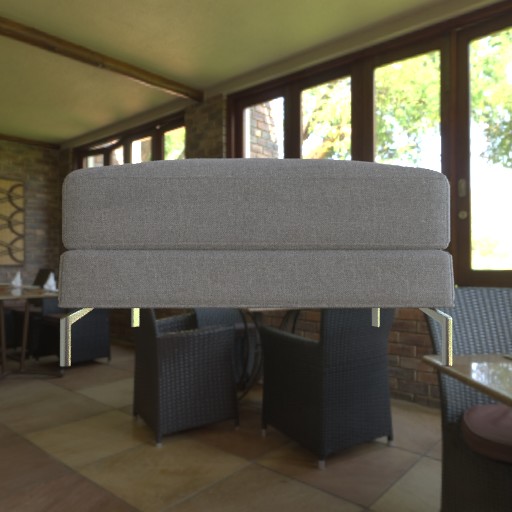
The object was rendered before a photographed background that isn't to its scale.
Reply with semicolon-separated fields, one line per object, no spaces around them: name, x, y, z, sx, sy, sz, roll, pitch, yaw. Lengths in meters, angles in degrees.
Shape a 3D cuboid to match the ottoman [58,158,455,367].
ottoman;0.000;0.000;1.186;0.838;0.457;0.584;0;0;0
